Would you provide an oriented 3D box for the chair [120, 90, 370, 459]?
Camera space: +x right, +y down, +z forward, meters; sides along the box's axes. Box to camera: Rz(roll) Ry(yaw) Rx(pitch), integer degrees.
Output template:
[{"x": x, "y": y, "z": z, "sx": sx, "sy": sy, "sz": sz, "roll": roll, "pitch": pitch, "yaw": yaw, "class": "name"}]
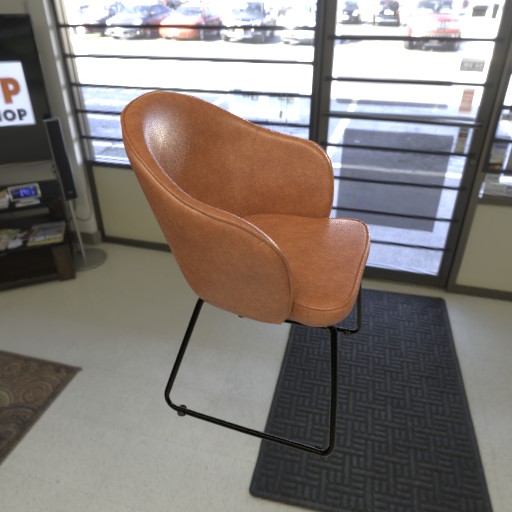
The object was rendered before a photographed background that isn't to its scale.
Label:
[{"x": 0.000, "y": 0.000, "z": 1.176, "sx": 0.580, "sy": 0.785, "sz": 0.582, "roll": 10, "pitch": 32, "yaw": 16, "class": "chair"}]
